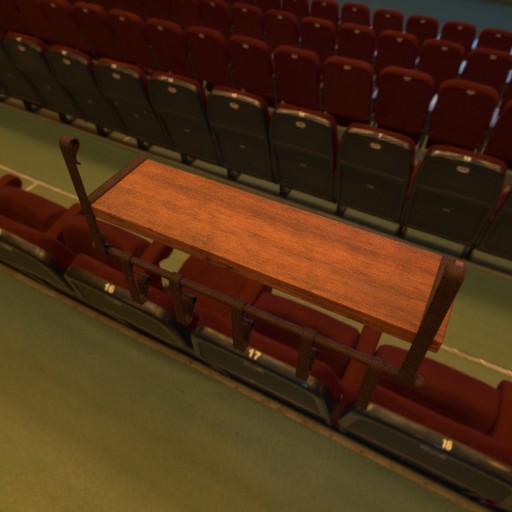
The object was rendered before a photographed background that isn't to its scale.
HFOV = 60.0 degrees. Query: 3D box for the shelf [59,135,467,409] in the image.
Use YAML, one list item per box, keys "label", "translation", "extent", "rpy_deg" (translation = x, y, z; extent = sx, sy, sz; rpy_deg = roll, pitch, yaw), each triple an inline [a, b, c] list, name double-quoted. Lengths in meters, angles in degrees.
- label: "shelf"
  translation: [0.000, 0.000, 0.675]
  extent: [0.567, 0.330, 0.146]
  rpy_deg: [21, 49, 19]
